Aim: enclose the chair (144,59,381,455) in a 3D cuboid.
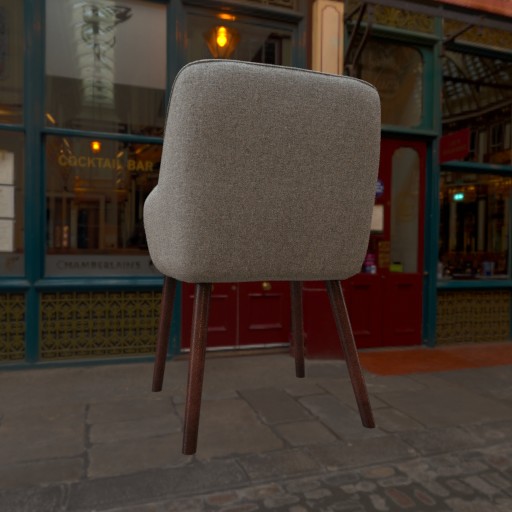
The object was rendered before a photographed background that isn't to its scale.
[{"bbox_3d":[0.000,0.000,1.171,0.543,0.803,0.519,0,0,-19],"label":"chair"}]
